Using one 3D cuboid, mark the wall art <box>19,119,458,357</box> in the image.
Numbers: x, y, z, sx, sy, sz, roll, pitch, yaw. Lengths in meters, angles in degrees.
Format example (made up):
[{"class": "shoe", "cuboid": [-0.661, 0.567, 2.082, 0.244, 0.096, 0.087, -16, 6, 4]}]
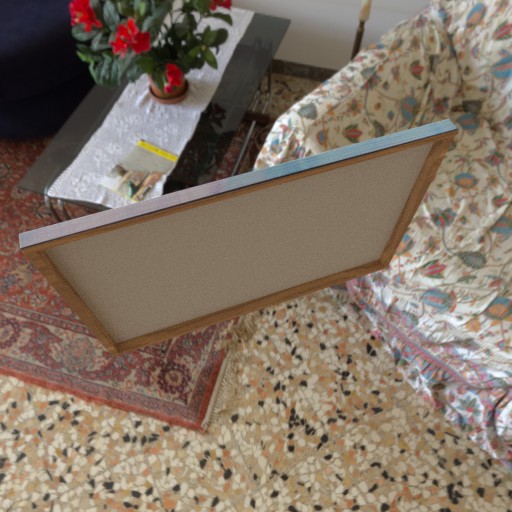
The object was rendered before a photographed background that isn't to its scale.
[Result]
[{"class": "wall art", "cuboid": [0.000, 0.000, 1.142, 0.911, 0.605, 0.037, -17, 60, -10]}]
